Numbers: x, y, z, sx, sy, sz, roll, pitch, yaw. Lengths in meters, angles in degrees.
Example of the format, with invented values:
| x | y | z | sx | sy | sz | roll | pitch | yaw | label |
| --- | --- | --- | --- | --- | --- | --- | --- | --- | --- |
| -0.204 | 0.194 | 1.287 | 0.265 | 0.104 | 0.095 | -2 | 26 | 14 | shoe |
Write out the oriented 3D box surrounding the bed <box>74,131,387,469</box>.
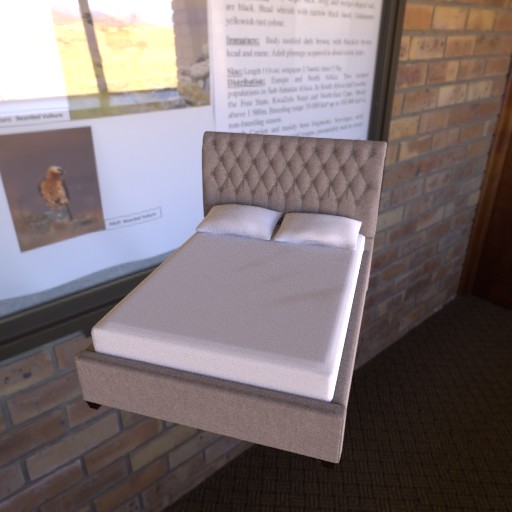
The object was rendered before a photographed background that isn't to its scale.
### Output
| x | y | z | sx | sy | sz | roll | pitch | yaw | label |
| --- | --- | --- | --- | --- | --- | --- | --- | --- | --- |
| 0.000 | 0.000 | 3.311 | 1.645 | 1.371 | 2.252 | 8 | 27 | 15 | bed |
